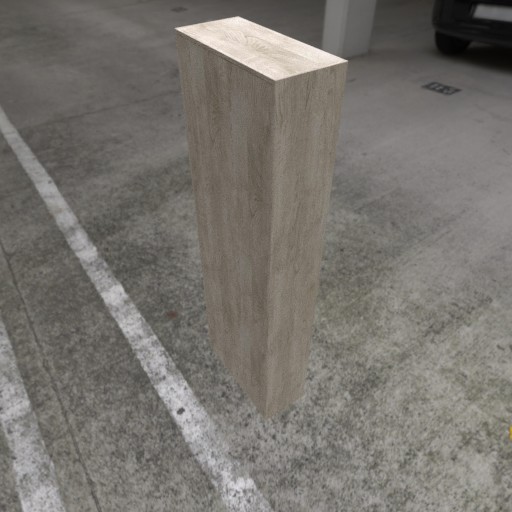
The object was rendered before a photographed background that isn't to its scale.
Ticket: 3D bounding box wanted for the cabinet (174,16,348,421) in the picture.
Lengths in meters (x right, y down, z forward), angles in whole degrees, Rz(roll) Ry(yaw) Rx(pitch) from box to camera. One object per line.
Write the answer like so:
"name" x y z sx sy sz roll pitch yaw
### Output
"cabinet" 0.000 0.000 1.803 0.250 1.630 0.520 -25 48 -25
